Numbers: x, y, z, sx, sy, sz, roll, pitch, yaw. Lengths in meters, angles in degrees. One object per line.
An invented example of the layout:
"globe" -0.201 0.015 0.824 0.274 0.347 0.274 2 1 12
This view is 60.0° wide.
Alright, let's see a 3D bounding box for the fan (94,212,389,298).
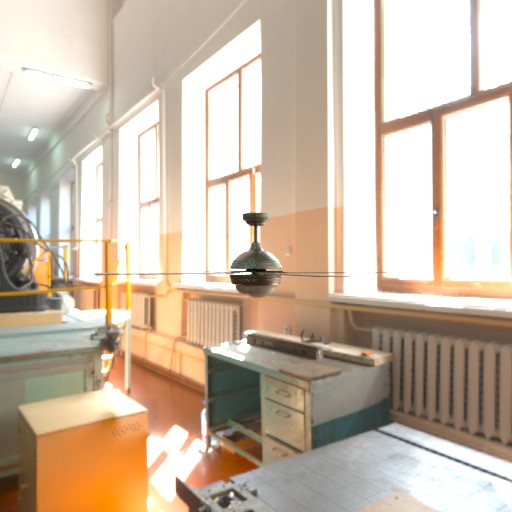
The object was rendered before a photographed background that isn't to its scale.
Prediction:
"fan" 0.000 0.000 2.010 1.321 0.381 1.321 0 -1 0
